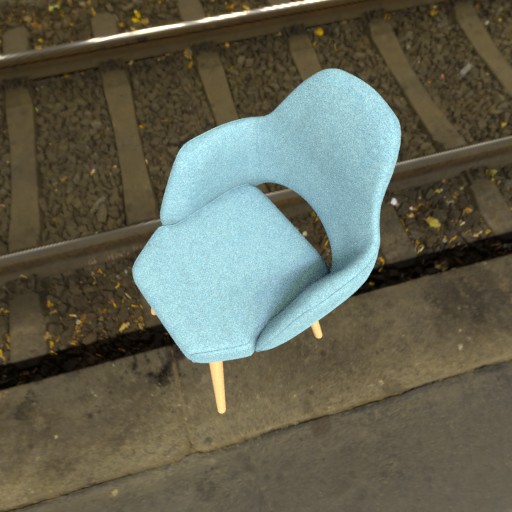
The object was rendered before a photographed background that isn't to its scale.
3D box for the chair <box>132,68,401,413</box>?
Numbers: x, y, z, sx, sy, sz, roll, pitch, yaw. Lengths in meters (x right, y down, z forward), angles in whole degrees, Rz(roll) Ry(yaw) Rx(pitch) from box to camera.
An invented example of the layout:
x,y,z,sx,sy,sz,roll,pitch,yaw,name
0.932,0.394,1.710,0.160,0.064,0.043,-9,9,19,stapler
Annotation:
x,y,z,sx,sy,sz,roll,pitch,yaw,name
0.000,0.000,1.311,0.666,0.920,0.589,-34,68,-16,chair
